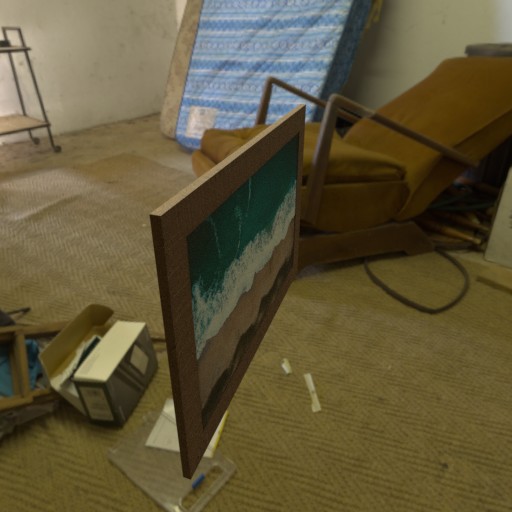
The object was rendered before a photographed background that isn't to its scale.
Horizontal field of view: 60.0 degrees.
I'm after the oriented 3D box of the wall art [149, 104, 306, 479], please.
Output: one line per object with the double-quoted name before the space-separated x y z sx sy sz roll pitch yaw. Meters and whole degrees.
"wall art" 0.000 0.000 1.191 0.019 0.626 0.917 10 31 17
